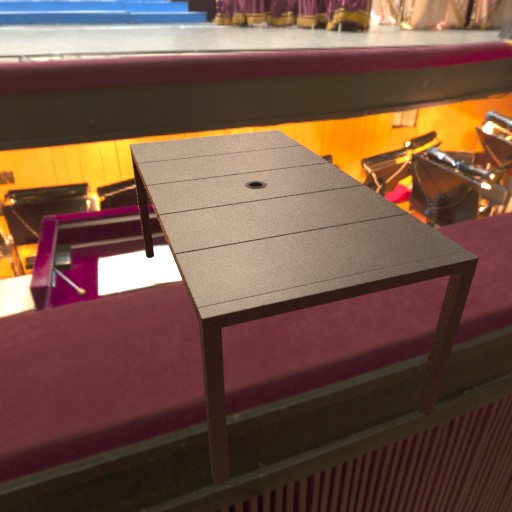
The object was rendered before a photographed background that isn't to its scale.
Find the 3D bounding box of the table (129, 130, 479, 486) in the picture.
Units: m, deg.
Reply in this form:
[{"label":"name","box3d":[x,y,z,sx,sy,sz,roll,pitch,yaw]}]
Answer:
[{"label":"table","box3d":[0.000,0.000,2.151,0.914,0.735,1.680,-11,32,-17]}]
